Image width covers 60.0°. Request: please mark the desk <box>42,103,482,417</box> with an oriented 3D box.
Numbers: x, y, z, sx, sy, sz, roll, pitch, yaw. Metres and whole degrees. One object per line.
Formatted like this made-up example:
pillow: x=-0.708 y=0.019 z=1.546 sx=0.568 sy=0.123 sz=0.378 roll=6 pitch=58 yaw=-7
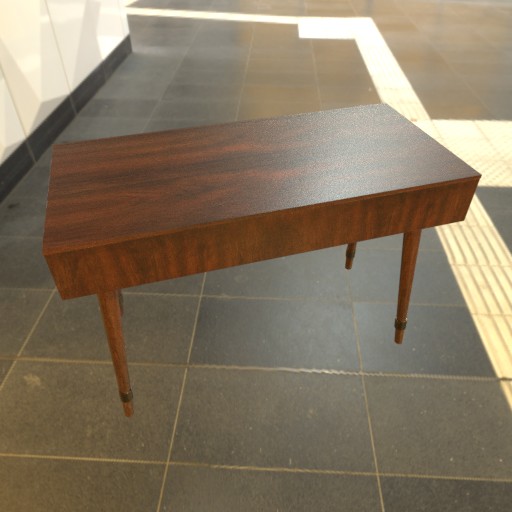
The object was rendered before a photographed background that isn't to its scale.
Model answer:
desk: x=0.000 y=0.000 z=2.116 sx=1.577 sy=1.031 sz=0.734 roll=-11 pitch=42 yaw=-13
